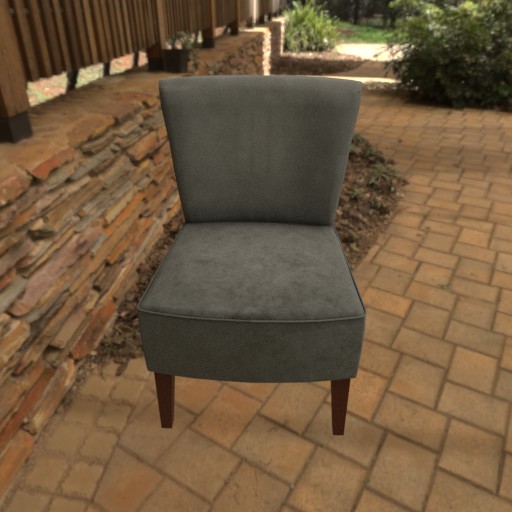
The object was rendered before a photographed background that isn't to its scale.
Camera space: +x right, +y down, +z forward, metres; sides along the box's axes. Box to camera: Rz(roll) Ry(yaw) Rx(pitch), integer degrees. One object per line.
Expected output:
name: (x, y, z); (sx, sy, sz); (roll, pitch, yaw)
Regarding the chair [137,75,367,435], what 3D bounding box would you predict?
chair: (0.000, 0.000, 1.151); (0.521, 0.806, 0.554); (1, 31, 2)
